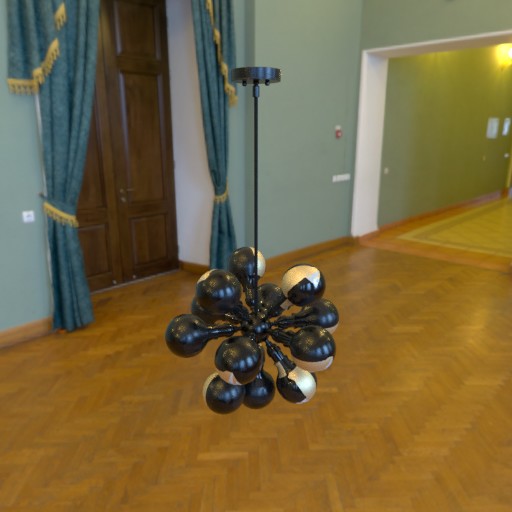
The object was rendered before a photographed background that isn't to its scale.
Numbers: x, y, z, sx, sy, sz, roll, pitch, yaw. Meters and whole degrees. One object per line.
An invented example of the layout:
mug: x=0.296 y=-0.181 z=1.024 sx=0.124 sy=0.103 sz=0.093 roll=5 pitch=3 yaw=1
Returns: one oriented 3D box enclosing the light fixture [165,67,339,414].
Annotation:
light fixture: x=0.000 y=0.000 z=1.102 sx=0.468 sy=0.859 sz=0.420 roll=14 pitch=21 yaw=40
